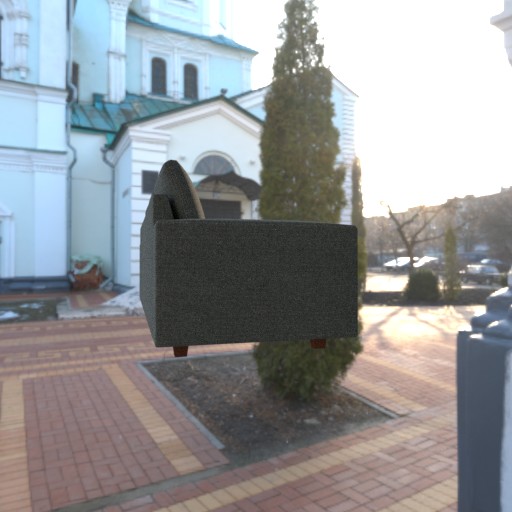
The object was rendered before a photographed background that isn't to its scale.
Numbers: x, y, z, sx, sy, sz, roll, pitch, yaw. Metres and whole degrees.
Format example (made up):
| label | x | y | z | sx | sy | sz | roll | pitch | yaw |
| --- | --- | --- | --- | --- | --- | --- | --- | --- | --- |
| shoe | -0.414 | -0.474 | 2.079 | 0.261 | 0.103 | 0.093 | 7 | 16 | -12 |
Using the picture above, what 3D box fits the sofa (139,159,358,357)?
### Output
| label | x | y | z | sx | sy | sz | roll | pitch | yaw |
| --- | --- | --- | --- | --- | --- | --- | --- | --- | --- |
| sofa | 0.000 | 0.000 | 3.454 | 1.689 | 0.940 | 2.718 | 0 | -1 | -16 |
